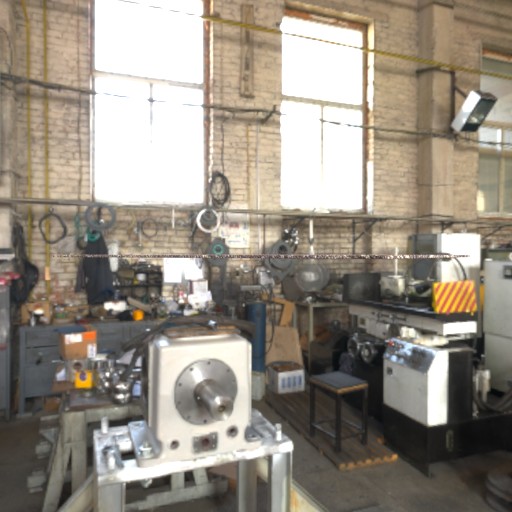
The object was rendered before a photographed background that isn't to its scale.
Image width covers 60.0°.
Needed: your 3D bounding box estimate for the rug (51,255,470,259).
[{"bbox_3d":[0.000,0.000,2.277,1.814,0.012,1.186,0,0,36],"label":"rug"}]
